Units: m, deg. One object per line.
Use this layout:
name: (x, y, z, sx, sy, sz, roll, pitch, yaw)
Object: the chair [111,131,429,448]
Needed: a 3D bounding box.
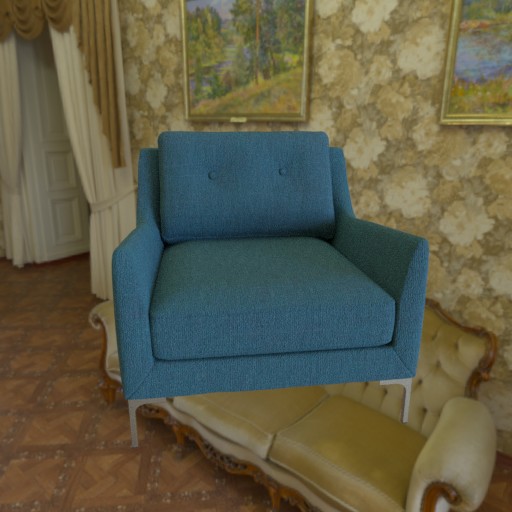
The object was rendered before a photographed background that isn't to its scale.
chair: (0.000, 0.000, 1.530, 0.847, 0.828, 0.849, -2, 16, -8)
